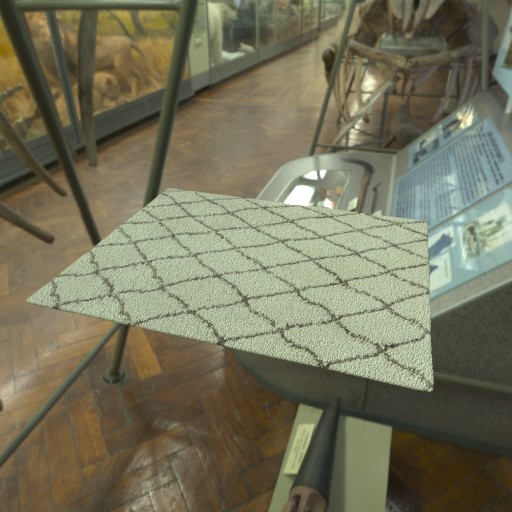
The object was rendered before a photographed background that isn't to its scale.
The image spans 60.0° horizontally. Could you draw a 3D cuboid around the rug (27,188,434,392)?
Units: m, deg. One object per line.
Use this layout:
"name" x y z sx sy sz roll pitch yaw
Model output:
"rug" 0.000 0.000 4.091 3.047 0.029 2.438 9 32 15
